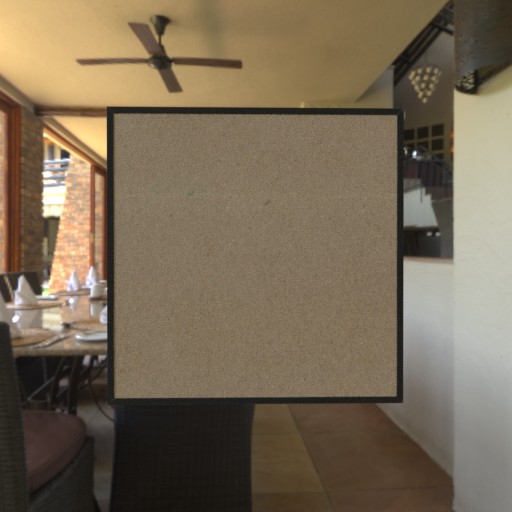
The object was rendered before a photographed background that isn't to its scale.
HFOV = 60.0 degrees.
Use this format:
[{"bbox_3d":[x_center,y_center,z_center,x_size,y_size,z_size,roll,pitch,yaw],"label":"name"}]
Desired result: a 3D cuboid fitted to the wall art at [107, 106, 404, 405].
[{"bbox_3d":[0.000,0.000,0.778,0.508,0.508,0.038,0,0,-1],"label":"wall art"}]
